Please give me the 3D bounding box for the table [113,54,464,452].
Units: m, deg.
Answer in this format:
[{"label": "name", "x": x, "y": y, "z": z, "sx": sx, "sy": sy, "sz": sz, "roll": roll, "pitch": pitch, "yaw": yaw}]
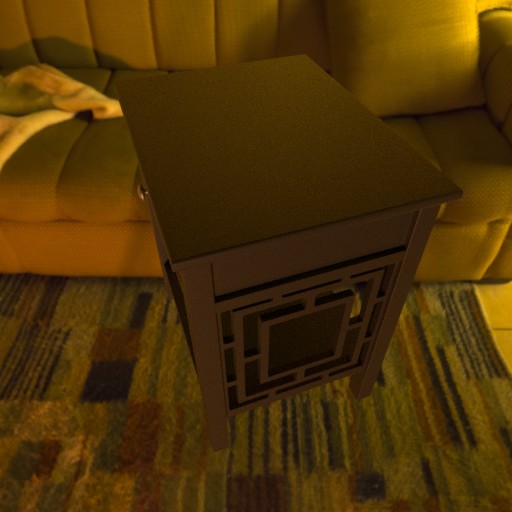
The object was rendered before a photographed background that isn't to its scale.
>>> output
[{"label": "table", "x": 0.000, "y": 0.000, "z": 1.014, "sx": 0.451, "sy": 0.646, "sz": 0.564, "roll": -14, "pitch": 47, "yaw": -14}]
